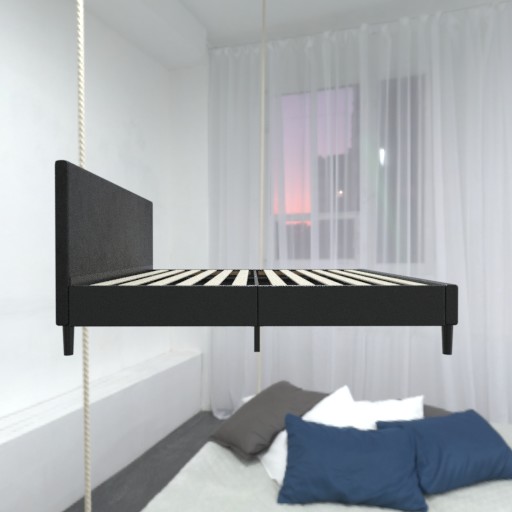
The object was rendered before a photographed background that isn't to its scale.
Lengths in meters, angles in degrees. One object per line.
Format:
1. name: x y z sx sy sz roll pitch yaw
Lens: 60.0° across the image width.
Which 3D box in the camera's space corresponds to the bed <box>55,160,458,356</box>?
1. bed: 0.000 0.000 3.363 2.152 1.046 2.018 0 1 -1
